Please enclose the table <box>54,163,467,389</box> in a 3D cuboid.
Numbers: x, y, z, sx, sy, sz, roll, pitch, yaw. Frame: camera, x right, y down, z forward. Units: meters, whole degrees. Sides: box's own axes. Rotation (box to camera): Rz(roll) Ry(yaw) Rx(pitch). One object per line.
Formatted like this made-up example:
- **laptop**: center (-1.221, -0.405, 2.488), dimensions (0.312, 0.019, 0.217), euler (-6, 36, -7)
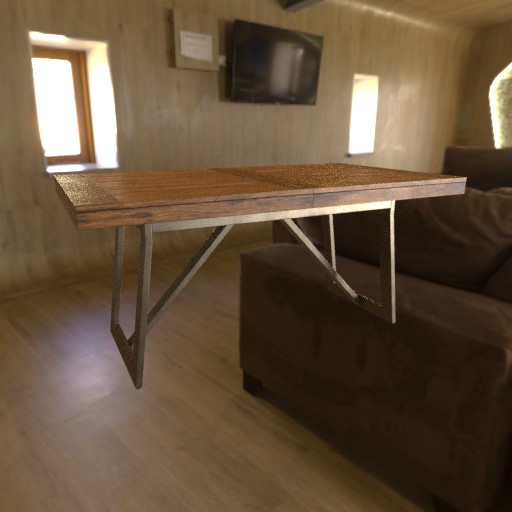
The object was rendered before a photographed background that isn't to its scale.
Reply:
- **table**: center (0.000, 0.000, 2.129), dimensions (1.641, 0.757, 0.931), euler (-8, 18, -26)
